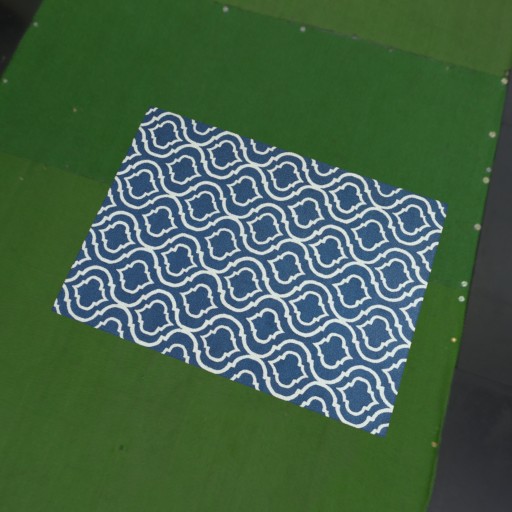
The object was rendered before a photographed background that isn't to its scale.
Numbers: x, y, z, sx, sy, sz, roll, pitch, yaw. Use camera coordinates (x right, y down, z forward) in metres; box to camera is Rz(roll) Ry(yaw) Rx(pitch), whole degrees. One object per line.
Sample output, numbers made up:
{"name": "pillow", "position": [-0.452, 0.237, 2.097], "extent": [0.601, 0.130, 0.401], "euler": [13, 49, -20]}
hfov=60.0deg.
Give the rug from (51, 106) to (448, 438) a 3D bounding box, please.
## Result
{"name": "rug", "position": [0.000, 0.000, 2.817], "extent": [2.134, 0.010, 1.524], "euler": [20, 76, 5]}
